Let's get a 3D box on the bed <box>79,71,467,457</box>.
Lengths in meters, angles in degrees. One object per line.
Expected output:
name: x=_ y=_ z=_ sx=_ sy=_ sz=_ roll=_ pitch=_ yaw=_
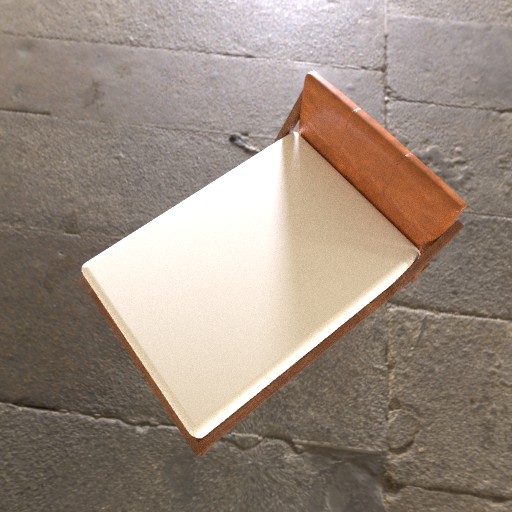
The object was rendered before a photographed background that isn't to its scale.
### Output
bed: x=0.000 y=0.000 z=3.309 sx=2.311 sy=1.168 sz=1.651 roll=-35 pitch=70 yaw=-15
